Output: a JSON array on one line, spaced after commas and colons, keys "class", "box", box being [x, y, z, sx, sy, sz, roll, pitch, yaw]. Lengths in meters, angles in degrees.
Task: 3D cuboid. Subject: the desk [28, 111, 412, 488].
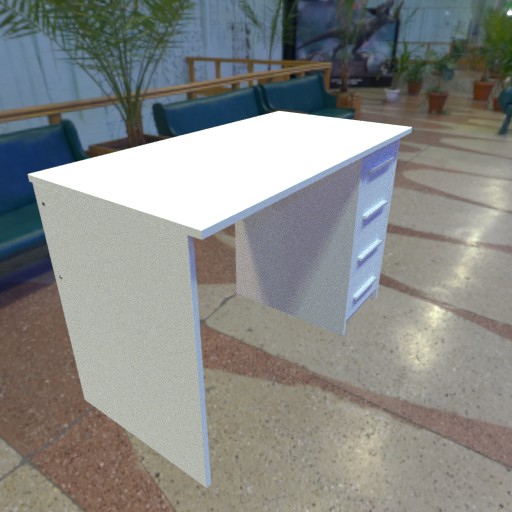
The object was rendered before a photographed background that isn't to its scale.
[{"class": "desk", "box": [0.000, 0.000, 1.477, 0.560, 0.730, 1.096, 19, 33, 31]}]
